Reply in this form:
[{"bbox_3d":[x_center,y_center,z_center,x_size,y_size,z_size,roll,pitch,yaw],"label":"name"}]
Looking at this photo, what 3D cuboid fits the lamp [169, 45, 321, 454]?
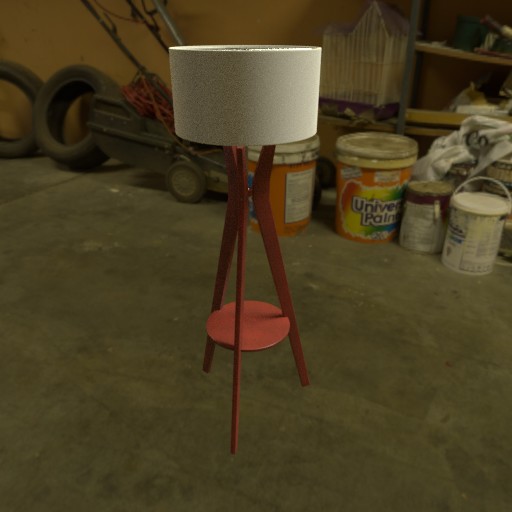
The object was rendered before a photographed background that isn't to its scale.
[{"bbox_3d":[0.000,0.000,1.728,0.542,1.472,0.539,-9,28,-17],"label":"lamp"}]
